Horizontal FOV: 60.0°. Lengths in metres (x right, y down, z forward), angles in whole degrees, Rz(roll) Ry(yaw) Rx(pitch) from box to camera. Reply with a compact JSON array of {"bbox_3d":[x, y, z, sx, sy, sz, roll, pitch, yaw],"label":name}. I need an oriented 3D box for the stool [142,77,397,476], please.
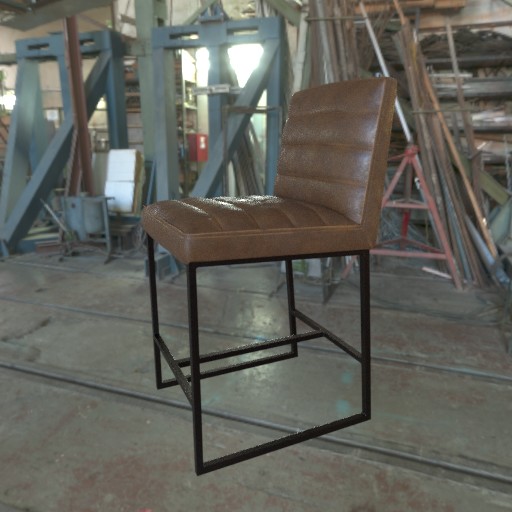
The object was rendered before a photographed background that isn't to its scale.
[{"bbox_3d":[0.000,0.000,1.250,0.562,0.942,0.463,-7,17,-24],"label":"stool"}]
